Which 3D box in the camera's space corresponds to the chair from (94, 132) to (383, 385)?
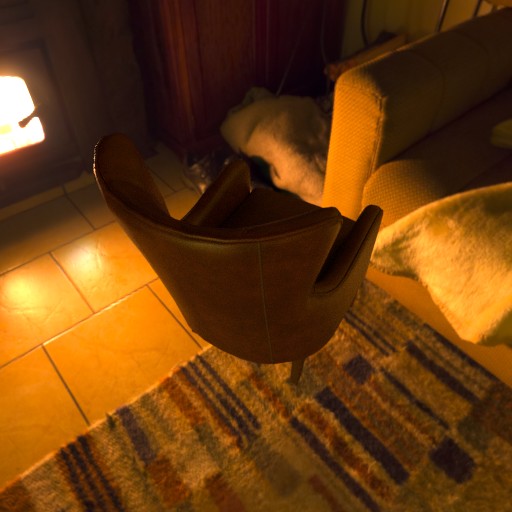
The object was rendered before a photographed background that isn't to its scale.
[{"bbox_3d":[0.000,0.000,1.607,0.692,1.048,0.914,23,50,20],"label":"chair"}]
